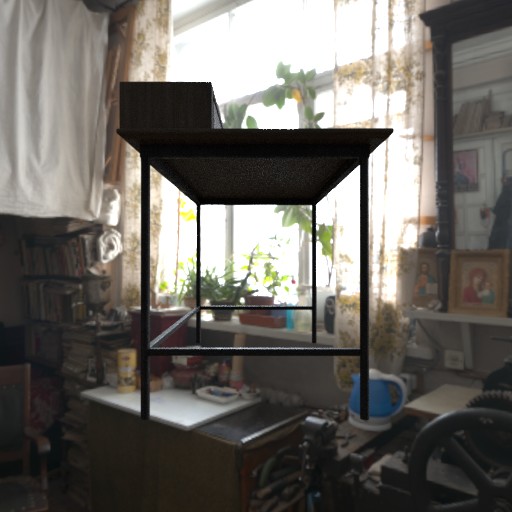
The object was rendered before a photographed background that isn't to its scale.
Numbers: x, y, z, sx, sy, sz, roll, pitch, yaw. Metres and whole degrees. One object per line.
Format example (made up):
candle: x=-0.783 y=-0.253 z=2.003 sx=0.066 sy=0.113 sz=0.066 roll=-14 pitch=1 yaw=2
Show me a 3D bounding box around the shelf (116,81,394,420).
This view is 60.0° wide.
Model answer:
shelf: x=0.000 y=0.000 z=1.699 sx=0.685 sy=0.865 sz=1.212 roll=0 pitch=0 yaw=0
